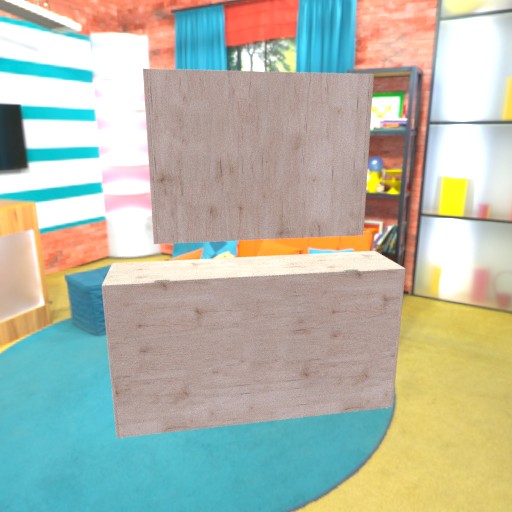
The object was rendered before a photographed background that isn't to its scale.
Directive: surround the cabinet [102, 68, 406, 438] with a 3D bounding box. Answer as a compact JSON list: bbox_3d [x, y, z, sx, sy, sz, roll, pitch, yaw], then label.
[{"bbox_3d":[0.000,0.000,2.624,1.700,1.981,0.420,-3,16,-10],"label":"cabinet"}]
